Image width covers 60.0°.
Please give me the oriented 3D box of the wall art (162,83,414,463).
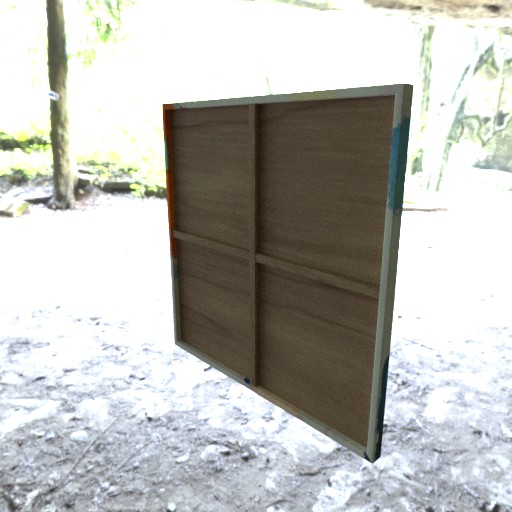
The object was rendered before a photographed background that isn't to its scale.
[{"bbox_3d":[0.000,0.000,1.496,0.044,1.017,1.017,-14,21,-41],"label":"wall art"}]
